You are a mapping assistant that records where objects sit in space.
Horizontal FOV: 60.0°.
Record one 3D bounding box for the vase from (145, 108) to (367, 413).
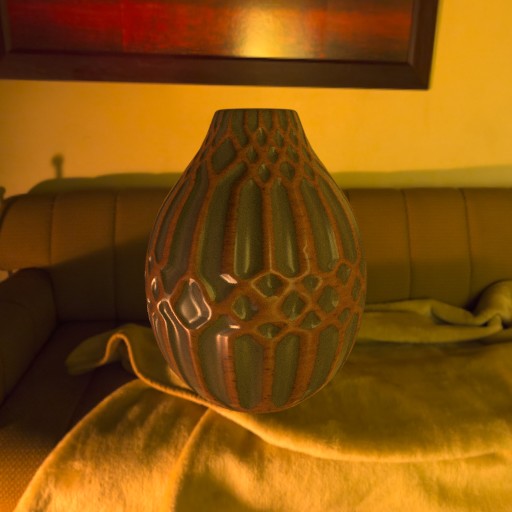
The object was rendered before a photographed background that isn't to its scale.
[{"bbox_3d":[0.000,0.000,0.140,0.069,0.088,0.069,0,16,0],"label":"vase"}]
